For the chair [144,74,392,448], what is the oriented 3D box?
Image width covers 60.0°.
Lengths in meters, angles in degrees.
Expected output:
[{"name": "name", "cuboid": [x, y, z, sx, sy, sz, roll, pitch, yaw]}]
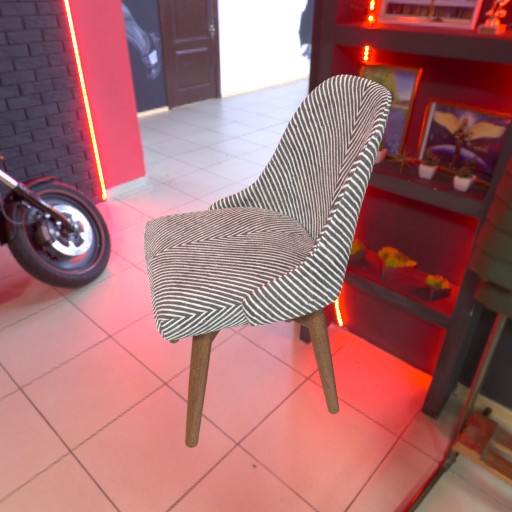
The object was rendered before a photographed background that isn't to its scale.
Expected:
[{"name": "chair", "cuboid": [0.000, 0.000, 1.221, 0.591, 0.883, 0.504, -8, 33, -13]}]
